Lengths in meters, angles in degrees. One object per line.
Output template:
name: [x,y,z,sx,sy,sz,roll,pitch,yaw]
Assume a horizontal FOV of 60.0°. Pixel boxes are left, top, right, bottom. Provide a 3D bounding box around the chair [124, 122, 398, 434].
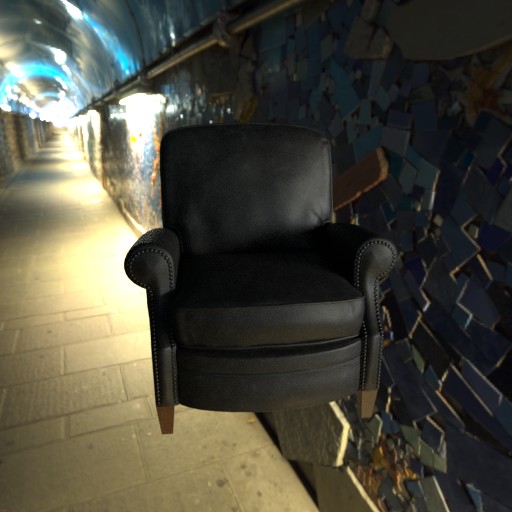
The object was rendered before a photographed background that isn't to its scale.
chair: [0.000,0.000,1.765,0.936,1.018,0.986,-2,17,-7]
